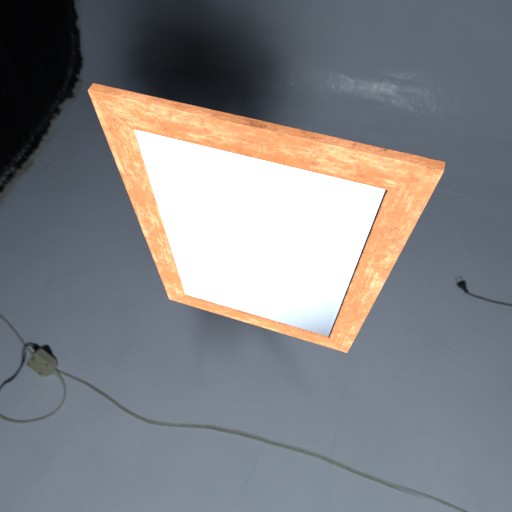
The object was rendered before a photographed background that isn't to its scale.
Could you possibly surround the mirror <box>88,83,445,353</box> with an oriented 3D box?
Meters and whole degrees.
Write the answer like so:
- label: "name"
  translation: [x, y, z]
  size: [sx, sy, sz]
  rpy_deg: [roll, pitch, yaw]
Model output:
- label: "mirror"
  translation: [0.000, 0.000, 1.419]
  size: [0.796, 1.099, 0.028]
  rpy_deg: [15, 60, 9]
